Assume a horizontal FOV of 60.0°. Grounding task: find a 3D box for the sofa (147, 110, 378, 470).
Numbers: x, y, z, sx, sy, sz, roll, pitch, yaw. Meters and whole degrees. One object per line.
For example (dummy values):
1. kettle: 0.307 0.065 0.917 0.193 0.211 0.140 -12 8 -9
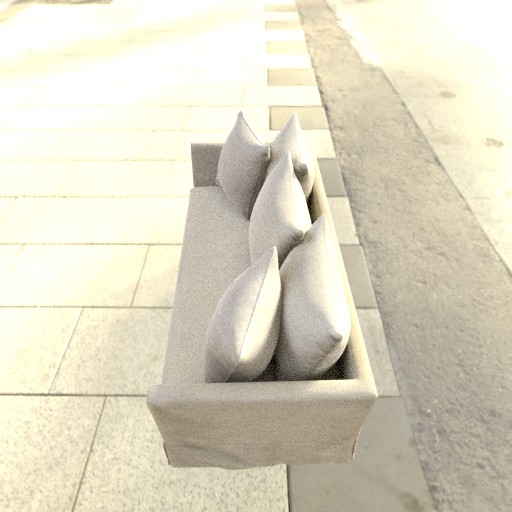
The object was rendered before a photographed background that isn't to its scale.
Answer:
1. sofa: 0.000 0.000 2.830 1.031 1.034 2.290 -1 41 -1
